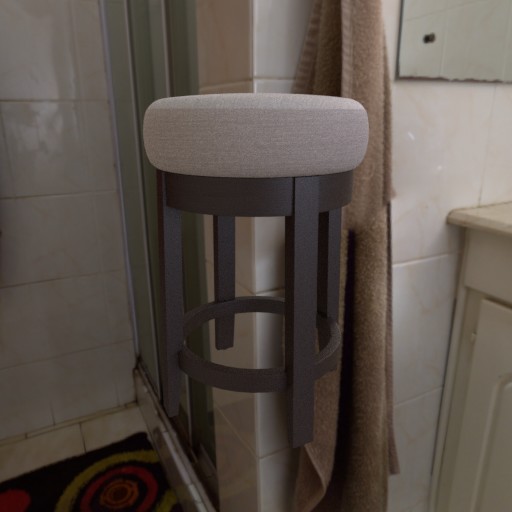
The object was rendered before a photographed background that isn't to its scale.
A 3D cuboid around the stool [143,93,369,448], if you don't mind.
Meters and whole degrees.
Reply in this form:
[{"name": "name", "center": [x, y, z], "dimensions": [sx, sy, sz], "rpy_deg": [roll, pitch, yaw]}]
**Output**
[{"name": "stool", "center": [0.000, 0.000, 0.974], "dimensions": [0.443, 0.672, 0.443], "rpy_deg": [0, 18, 0]}]
